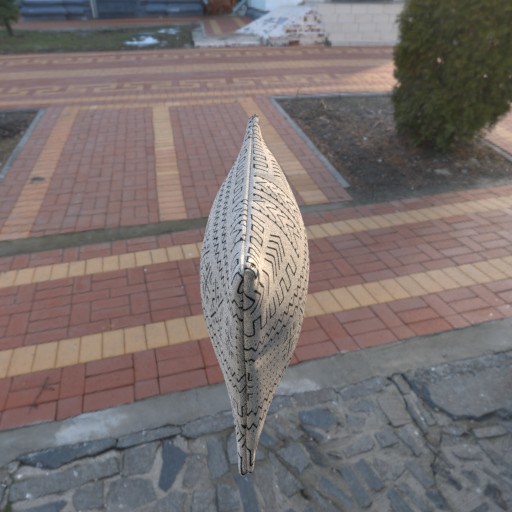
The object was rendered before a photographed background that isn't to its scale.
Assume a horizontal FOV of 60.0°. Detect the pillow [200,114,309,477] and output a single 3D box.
[{"bbox_3d":[0.000,0.000,0.807,0.188,0.352,0.637,0,32,1],"label":"pillow"}]
